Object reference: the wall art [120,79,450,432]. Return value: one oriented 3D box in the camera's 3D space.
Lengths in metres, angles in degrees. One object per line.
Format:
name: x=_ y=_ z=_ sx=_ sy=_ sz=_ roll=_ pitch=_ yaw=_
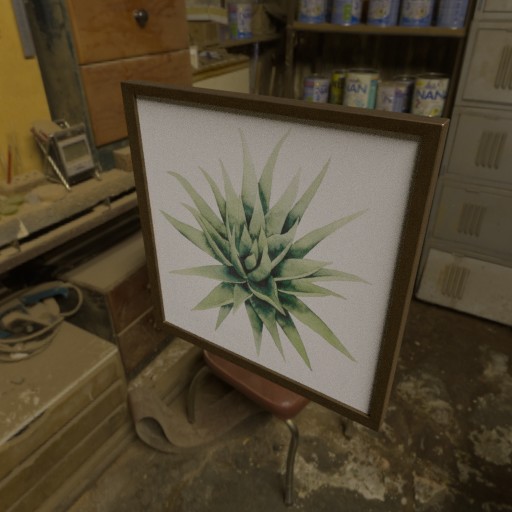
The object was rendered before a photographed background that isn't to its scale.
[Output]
wall art: x=0.000 y=0.000 z=0.736 sx=0.503 sy=0.506 sz=0.030 roll=18 pitch=35 yaw=28
